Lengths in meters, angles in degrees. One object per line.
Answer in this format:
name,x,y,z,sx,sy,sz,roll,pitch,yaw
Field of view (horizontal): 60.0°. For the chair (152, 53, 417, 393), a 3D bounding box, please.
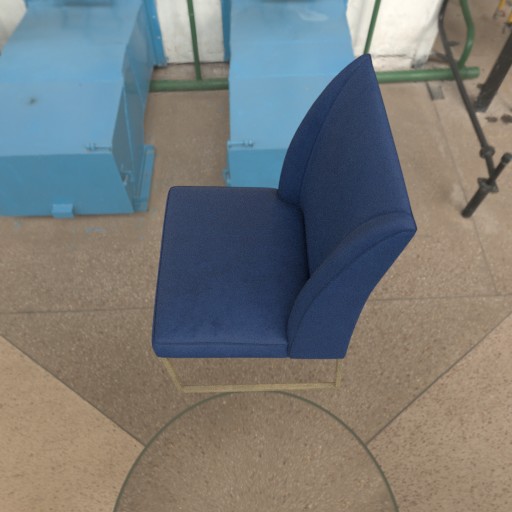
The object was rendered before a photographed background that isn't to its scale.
chair,0.000,0.000,1.175,0.522,0.863,0.508,-1,58,-1
